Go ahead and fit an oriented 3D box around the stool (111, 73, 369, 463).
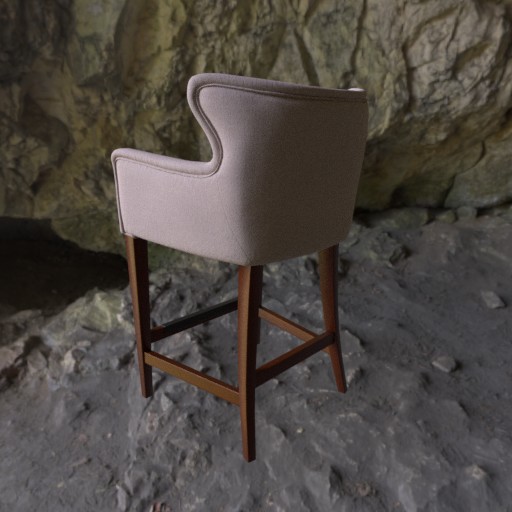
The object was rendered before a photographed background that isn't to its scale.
[{"bbox_3d":[0.000,0.000,1.318,0.570,0.951,0.601,16,23,42],"label":"stool"}]
